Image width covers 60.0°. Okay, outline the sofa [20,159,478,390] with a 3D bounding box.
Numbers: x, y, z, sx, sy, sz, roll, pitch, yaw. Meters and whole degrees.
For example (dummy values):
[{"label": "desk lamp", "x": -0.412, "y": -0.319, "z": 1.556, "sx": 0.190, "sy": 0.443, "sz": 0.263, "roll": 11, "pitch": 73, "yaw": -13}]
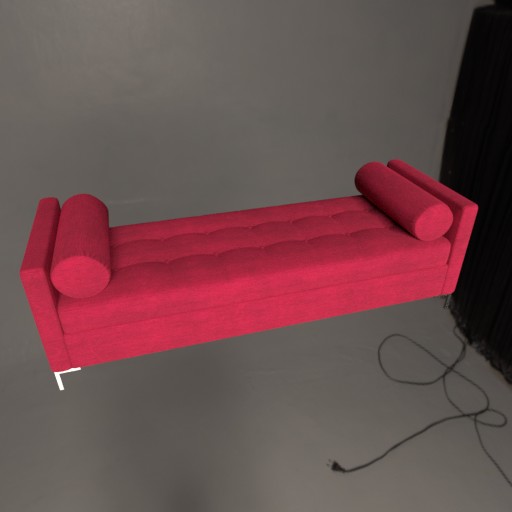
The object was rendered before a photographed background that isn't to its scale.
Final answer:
[{"label": "sofa", "x": 0.000, "y": 0.000, "z": 2.258, "sx": 1.981, "sy": 0.635, "sz": 0.686, "roll": -9, "pitch": 33, "yaw": -14}]
